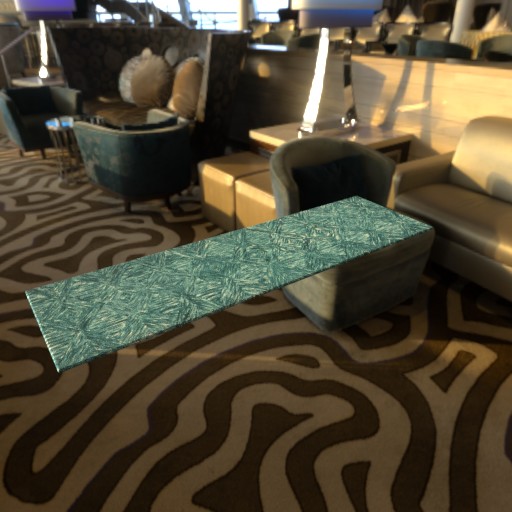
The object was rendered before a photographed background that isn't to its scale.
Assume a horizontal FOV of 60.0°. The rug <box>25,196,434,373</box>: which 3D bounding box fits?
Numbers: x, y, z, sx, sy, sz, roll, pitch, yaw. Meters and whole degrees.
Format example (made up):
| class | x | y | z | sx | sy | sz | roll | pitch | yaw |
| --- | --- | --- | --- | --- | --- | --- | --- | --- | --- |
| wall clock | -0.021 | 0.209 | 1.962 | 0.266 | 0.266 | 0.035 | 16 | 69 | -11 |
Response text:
| class | x | y | z | sx | sy | sz | roll | pitch | yaw |
| --- | --- | --- | --- | --- | --- | --- | --- | --- | --- |
| rug | 0.000 | 0.000 | 2.500 | 2.286 | 0.016 | 0.676 | -18 | 34 | -30 |
